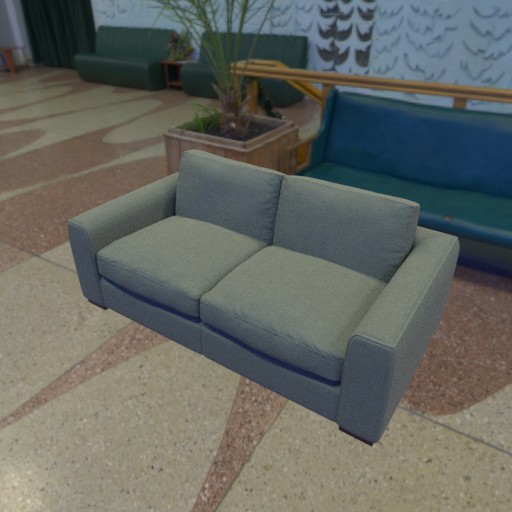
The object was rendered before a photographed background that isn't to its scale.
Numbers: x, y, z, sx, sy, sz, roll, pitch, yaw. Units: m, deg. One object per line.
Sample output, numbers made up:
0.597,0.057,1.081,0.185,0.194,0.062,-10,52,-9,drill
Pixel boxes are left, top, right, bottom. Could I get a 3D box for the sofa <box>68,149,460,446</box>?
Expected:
0.000,0.000,2.479,1.920,0.800,1.069,19,36,28,sofa
